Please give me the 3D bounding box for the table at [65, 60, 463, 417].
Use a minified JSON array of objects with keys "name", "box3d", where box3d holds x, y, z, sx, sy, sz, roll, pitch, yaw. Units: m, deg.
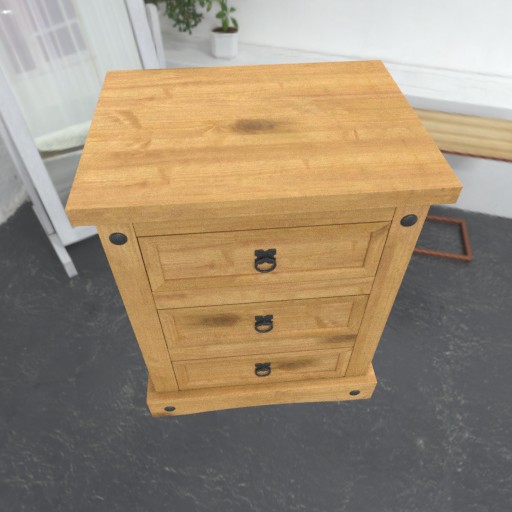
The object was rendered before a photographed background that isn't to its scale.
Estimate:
[{"name":"table","box3d":[0.000,0.000,1.194,0.660,0.813,0.500,-4,47,-4]}]
